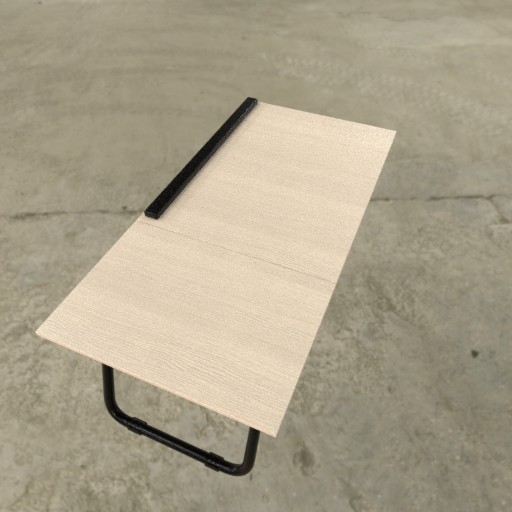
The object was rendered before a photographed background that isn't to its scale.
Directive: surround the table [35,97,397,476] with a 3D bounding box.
[{"bbox_3d":[0.000,0.000,0.787,0.322,0.242,0.644,18,49,16],"label":"table"}]
